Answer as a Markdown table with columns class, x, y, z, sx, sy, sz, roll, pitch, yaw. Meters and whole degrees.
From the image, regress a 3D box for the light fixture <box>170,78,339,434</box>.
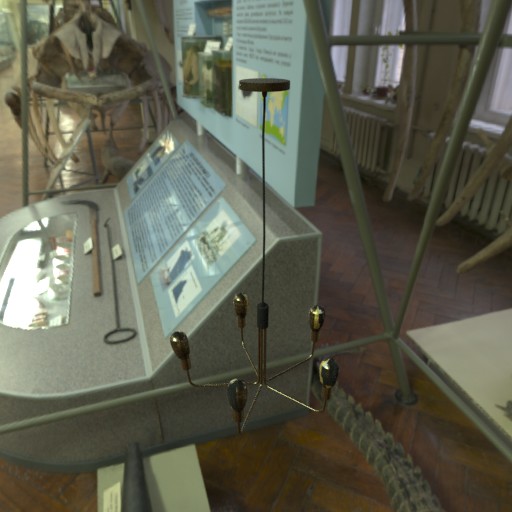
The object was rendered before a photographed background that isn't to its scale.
| class | x | y | z | sx | sy | sz | roll | pitch | yaw |
| --- | --- | --- | --- | --- | --- | --- | --- | --- | --- |
| light fixture | 0.000 | 0.000 | 1.428 | 0.588 | 1.059 | 0.532 | -9 | 28 | -16 |
